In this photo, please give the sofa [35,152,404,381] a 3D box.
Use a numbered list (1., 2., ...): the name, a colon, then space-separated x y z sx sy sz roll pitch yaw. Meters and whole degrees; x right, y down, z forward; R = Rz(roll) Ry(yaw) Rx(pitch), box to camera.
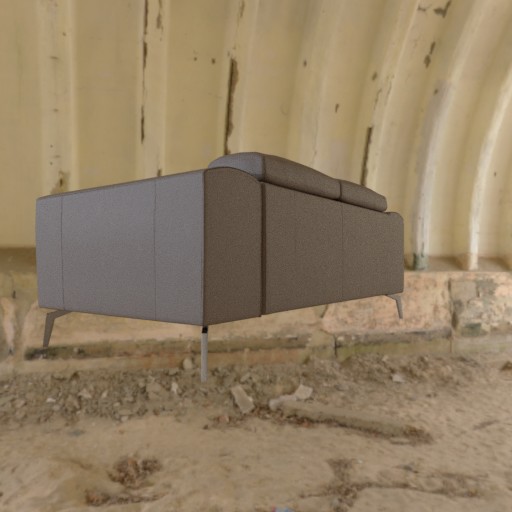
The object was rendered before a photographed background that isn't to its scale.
1. sofa: 0.000 0.000 2.351 1.003 0.779 1.895 -1 -1 36
